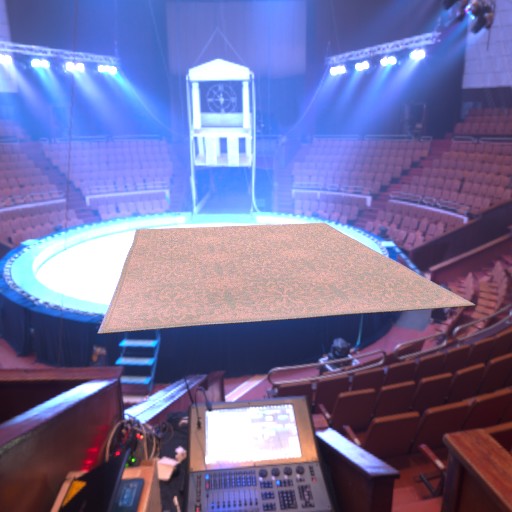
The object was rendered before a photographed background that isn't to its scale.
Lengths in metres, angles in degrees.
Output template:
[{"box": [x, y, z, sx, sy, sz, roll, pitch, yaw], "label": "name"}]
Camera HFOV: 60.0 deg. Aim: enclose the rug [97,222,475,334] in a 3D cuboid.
[{"box": [0.000, 0.000, 4.098, 2.363, 0.012, 2.980, -3, 15, -10], "label": "rug"}]
